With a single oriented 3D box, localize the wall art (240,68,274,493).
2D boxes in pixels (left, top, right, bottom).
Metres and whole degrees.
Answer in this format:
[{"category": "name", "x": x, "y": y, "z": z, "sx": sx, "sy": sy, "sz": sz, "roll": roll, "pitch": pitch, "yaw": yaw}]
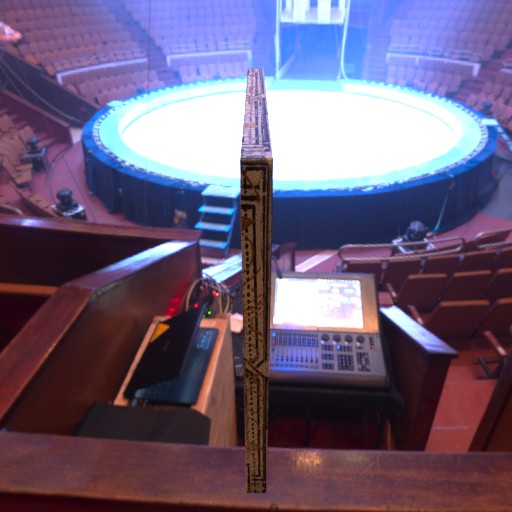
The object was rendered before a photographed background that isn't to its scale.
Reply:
[{"category": "wall art", "x": 0.000, "y": 0.000, "z": 0.881, "sx": 0.036, "sy": 0.607, "sz": 0.609, "roll": 0, "pitch": 31, "yaw": 0}]
